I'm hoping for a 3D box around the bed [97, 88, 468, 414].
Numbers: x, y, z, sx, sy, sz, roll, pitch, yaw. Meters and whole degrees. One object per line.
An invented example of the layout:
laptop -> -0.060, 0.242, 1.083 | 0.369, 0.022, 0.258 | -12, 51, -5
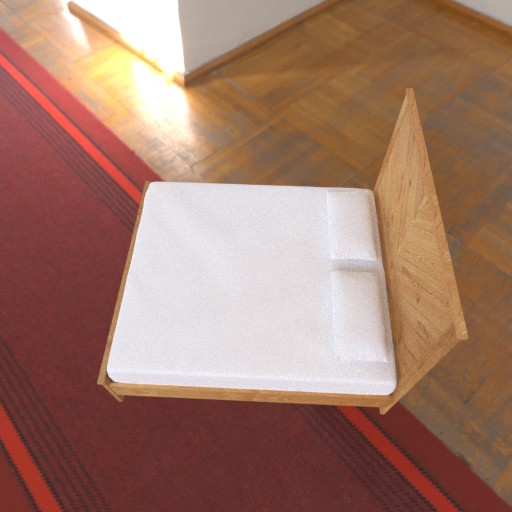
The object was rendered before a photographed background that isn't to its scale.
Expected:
bed -> 0.000, 0.000, 3.972 | 2.530, 1.938, 2.225 | 2, 58, 1
